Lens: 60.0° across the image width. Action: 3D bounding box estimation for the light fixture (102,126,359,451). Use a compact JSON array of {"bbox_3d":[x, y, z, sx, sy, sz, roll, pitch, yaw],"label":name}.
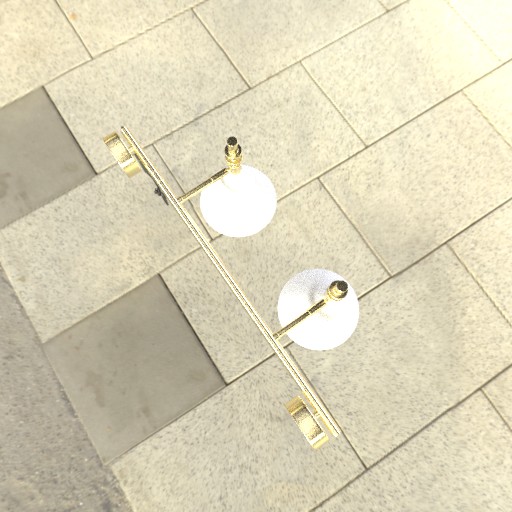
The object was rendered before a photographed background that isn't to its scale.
[{"bbox_3d":[0.000,0.000,0.872,0.239,0.468,0.642,-34,78,-8],"label":"light fixture"}]
